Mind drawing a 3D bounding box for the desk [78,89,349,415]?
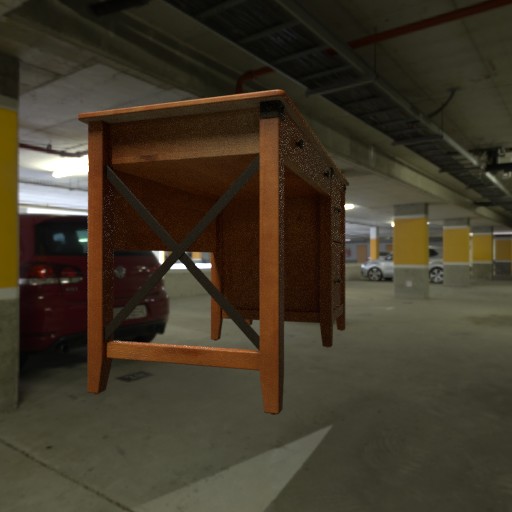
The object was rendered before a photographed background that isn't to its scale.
[{"bbox_3d":[0.000,0.000,1.736,0.574,0.756,1.353,0,0,18],"label":"desk"}]
